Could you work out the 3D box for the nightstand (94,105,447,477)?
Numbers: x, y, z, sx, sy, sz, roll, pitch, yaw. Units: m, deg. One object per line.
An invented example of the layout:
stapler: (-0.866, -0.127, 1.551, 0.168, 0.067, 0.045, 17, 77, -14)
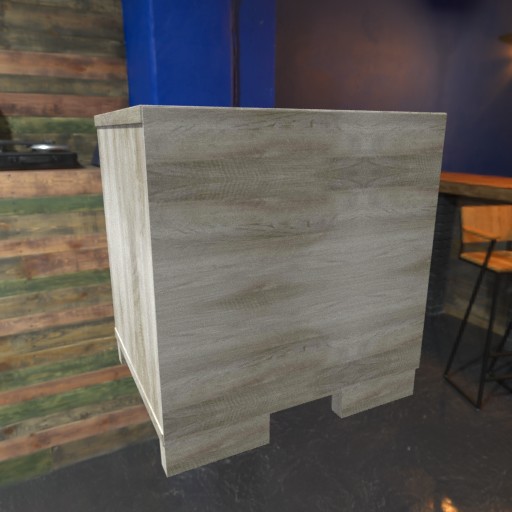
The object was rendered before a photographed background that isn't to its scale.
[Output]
nightstand: (0.000, 0.000, 0.736, 0.427, 0.448, 0.347, -8, 17, -25)
